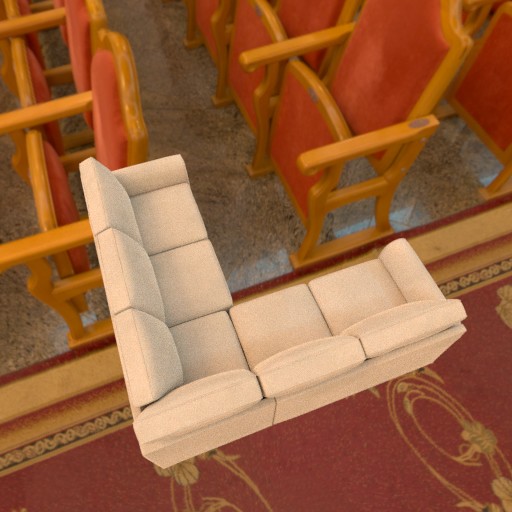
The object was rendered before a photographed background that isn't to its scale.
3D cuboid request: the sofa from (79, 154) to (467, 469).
[{"bbox_3d":[0.000,0.000,3.846,2.487,1.054,2.569,-18,60,-11],"label":"sofa"}]
